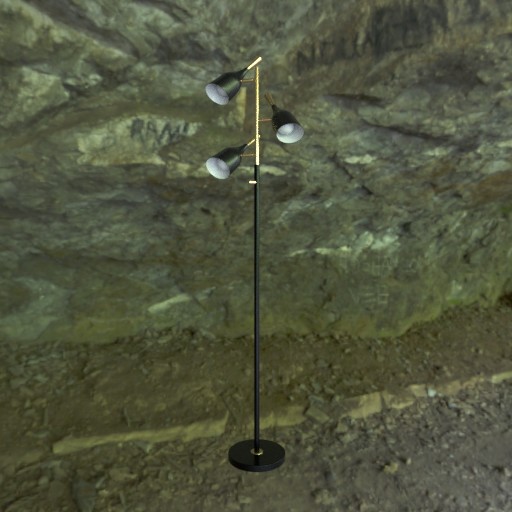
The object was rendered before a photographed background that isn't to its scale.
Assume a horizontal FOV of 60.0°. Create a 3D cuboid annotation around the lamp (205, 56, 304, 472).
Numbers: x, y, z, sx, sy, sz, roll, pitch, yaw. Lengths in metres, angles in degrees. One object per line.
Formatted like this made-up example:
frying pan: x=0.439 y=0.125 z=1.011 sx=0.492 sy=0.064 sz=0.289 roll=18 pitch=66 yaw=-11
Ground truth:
lamp: x=0.000 y=0.000 z=1.930 sx=0.434 sy=1.778 sz=0.253 roll=0 pitch=2 yaw=17
